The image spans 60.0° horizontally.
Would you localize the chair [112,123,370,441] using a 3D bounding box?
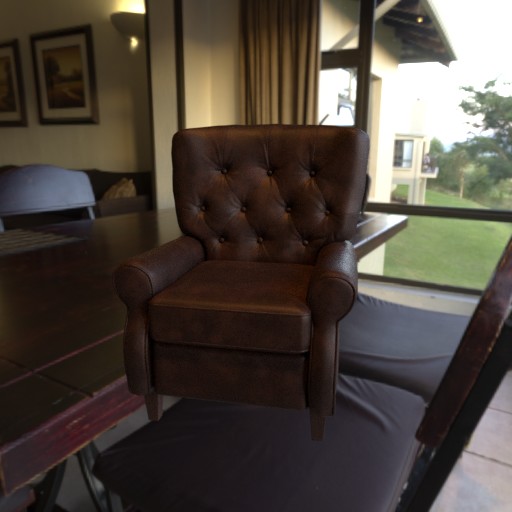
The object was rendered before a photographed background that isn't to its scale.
[{"bbox_3d":[0.000,0.000,1.959,0.948,1.158,1.058,3,14,11],"label":"chair"}]
